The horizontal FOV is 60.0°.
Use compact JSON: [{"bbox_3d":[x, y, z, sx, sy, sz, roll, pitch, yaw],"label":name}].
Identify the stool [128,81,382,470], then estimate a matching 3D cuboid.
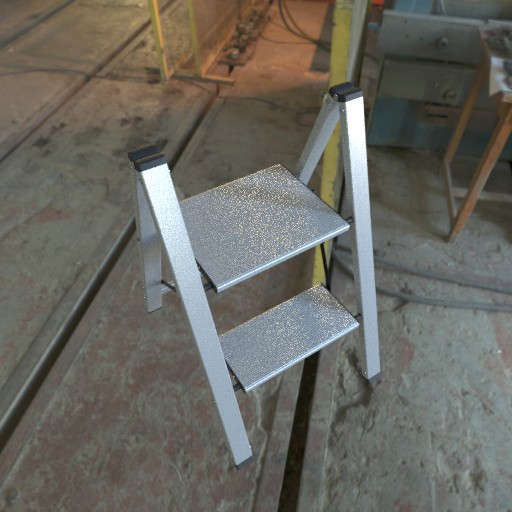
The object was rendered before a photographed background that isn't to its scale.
[{"bbox_3d":[0.000,0.000,0.978,0.440,0.670,0.535,-25,52,-22],"label":"stool"}]
